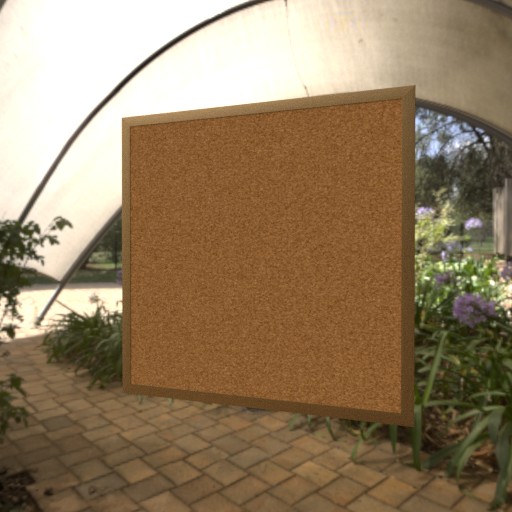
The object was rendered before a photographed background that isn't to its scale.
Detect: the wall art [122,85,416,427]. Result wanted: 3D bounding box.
[{"bbox_3d":[0.000,0.000,0.757,0.510,0.509,0.037,0,1,18],"label":"wall art"}]
